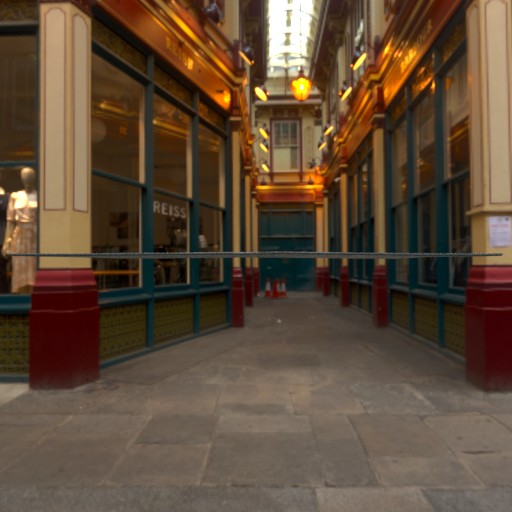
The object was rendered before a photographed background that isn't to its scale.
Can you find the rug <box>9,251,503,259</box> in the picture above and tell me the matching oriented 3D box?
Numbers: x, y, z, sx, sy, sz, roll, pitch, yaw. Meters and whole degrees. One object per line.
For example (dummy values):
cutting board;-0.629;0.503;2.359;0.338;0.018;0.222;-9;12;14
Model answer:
rug;0.000;0.000;2.821;2.260;0.026;1.611;0;-1;1
